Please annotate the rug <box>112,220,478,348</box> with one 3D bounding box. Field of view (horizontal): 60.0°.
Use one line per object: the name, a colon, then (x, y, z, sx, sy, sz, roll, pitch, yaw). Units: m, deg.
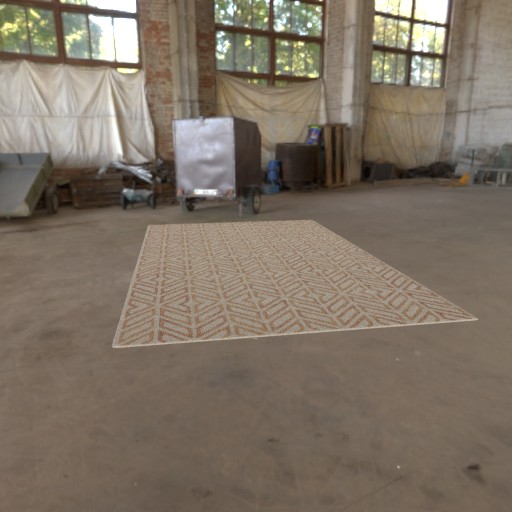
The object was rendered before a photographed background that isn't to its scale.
rug: (0.000, 0.000, 2.934, 1.523, 0.008, 2.438, -3, 15, -10)
